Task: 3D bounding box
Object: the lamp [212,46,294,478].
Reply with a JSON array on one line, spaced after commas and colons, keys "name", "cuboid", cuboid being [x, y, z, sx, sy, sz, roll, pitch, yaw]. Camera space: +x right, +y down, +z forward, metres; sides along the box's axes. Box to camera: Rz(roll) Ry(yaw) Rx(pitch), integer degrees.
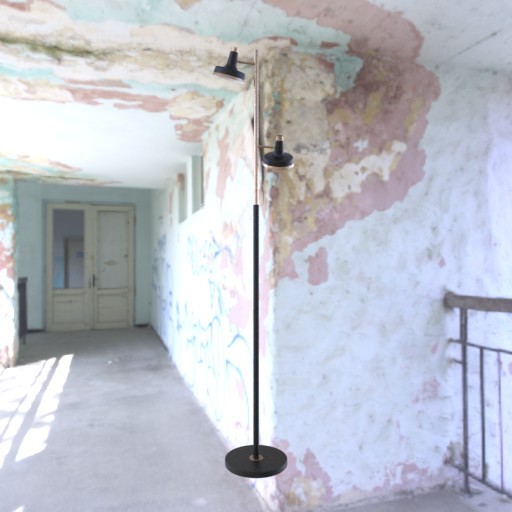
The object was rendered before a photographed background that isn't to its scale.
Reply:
[{"name": "lamp", "cuboid": [0.000, 0.000, 1.797, 0.351, 1.674, 0.253, 0, 0, -17]}]
